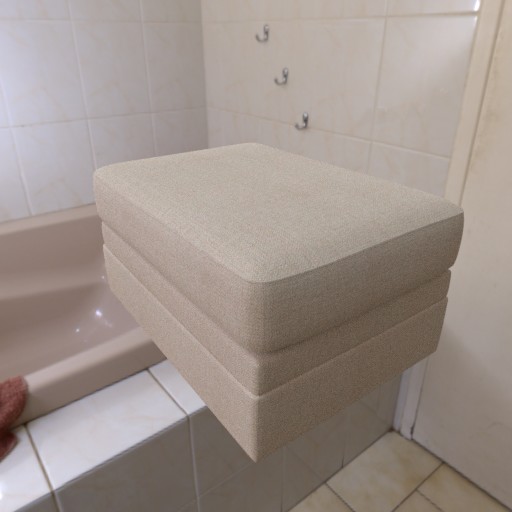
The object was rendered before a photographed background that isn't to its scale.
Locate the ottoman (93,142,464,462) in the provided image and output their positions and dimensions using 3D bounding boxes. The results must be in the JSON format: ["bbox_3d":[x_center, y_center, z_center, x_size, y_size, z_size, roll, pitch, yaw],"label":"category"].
[{"bbox_3d":[0.000,0.000,1.255,0.637,0.478,0.885,-18,32,-32],"label":"ottoman"}]
